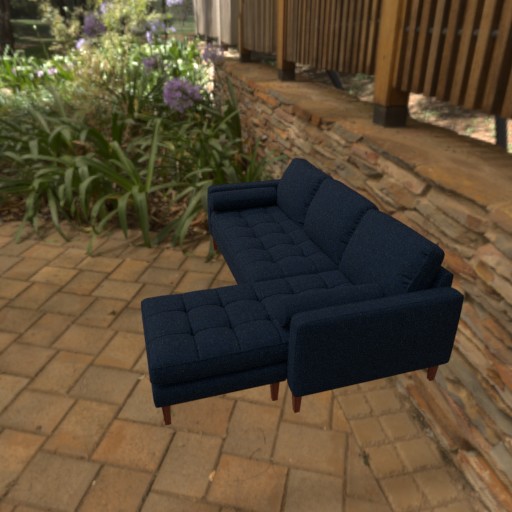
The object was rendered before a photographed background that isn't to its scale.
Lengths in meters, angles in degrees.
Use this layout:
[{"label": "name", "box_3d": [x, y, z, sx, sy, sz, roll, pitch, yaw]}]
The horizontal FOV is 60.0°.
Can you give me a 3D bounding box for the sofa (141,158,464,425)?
[{"label": "sofa", "box_3d": [0.000, 0.000, 3.060, 1.613, 0.841, 2.185, -8, 28, -15]}]
